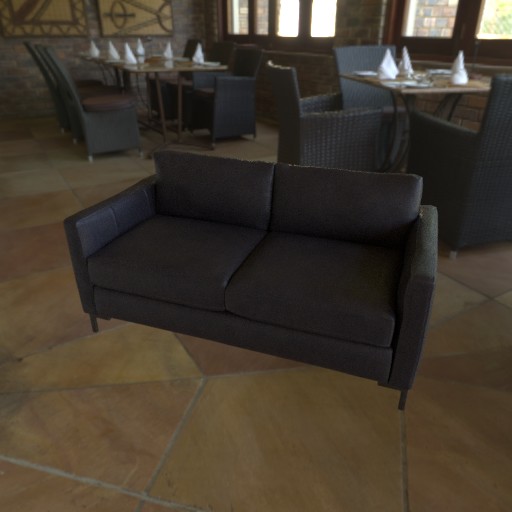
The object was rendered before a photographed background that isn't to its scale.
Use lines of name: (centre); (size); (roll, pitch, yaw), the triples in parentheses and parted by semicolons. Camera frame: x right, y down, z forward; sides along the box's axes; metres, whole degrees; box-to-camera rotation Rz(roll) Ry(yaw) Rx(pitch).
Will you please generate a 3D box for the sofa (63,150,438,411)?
sofa: (0.000, 0.000, 2.390); (1.805, 0.883, 0.947); (8, 28, 16)
